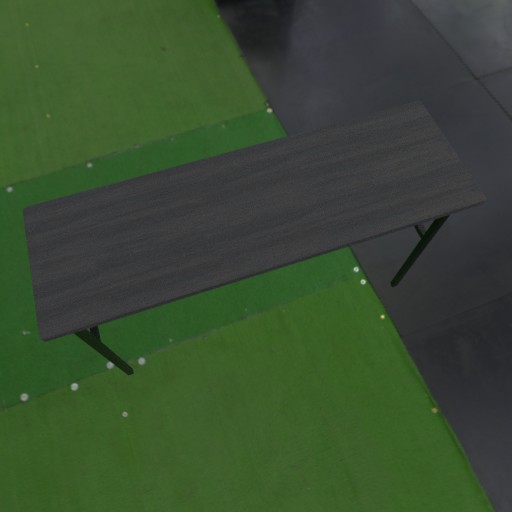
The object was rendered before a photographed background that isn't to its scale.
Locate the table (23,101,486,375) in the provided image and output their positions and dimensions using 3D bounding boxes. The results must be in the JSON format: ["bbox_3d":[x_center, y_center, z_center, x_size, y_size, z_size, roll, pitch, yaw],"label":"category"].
[{"bbox_3d":[0.000,0.000,1.735,1.399,0.750,0.449,-17,65,-8],"label":"table"}]
